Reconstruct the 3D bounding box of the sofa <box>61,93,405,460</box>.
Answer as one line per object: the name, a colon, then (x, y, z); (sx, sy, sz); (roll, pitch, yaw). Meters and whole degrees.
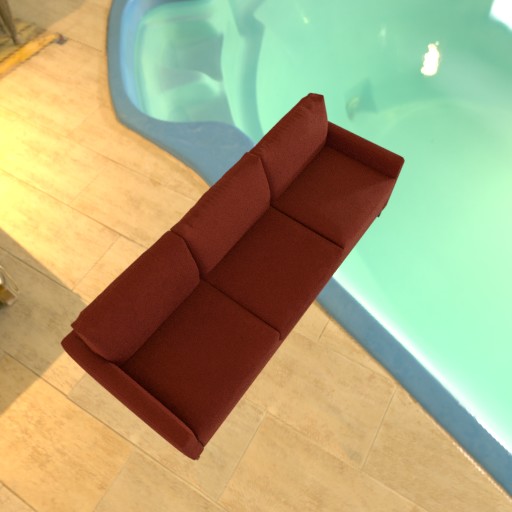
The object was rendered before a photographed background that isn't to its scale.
sofa: (0.000, 0.000, 2.748); (0.875, 0.879, 2.252); (33, 64, 18)
